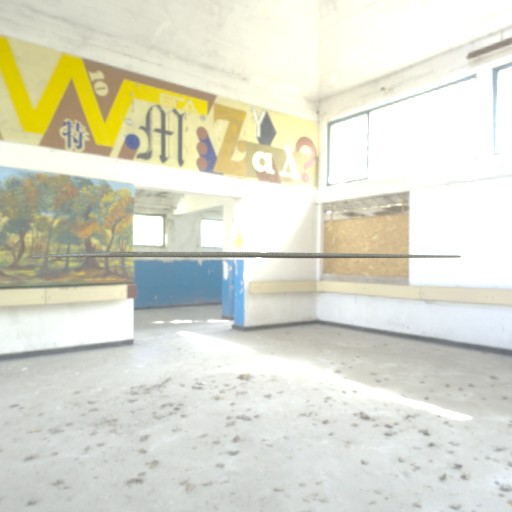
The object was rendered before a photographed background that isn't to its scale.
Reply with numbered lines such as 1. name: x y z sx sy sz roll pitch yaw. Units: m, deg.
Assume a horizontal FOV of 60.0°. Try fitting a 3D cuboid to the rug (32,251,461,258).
1. rug: 0.000 0.000 3.011 2.498 0.022 1.535 0 -1 -37
